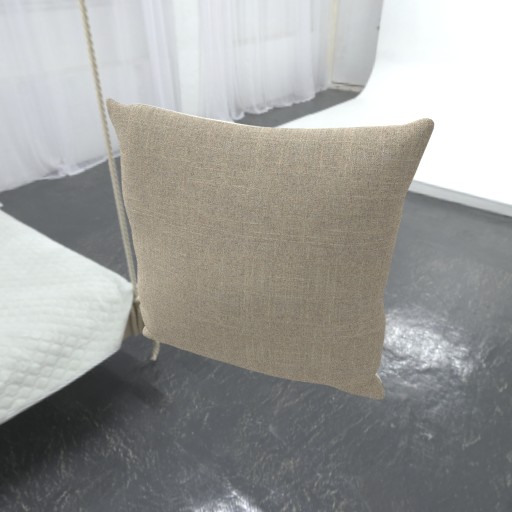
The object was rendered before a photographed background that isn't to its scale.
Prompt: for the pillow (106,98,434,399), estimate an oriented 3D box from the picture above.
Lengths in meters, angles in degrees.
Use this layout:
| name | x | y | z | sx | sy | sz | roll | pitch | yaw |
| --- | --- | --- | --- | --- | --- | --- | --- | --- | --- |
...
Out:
| name | x | y | z | sx | sy | sz | roll | pitch | yaw |
| --- | --- | --- | --- | --- | --- | --- | --- | --- | --- |
| pillow | 0.000 | 0.000 | 0.662 | 0.439 | 0.440 | 0.182 | 10 | 33 | 16 |
